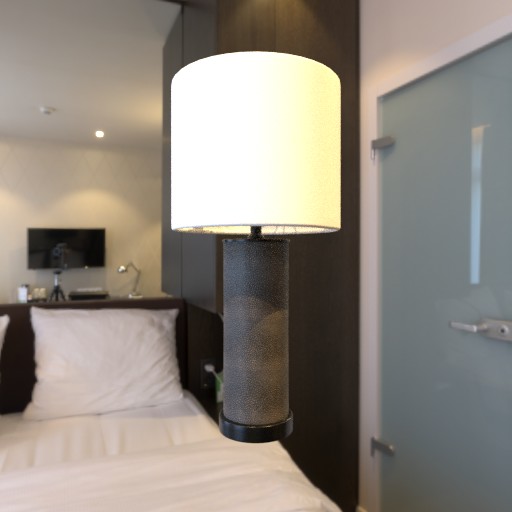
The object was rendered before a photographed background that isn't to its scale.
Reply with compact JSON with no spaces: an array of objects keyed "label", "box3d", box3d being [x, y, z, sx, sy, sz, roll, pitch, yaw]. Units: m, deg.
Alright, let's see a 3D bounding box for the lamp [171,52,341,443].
[{"label":"lamp","box3d":[0.000,0.000,0.816,0.305,0.634,0.305,0,0,36]}]
